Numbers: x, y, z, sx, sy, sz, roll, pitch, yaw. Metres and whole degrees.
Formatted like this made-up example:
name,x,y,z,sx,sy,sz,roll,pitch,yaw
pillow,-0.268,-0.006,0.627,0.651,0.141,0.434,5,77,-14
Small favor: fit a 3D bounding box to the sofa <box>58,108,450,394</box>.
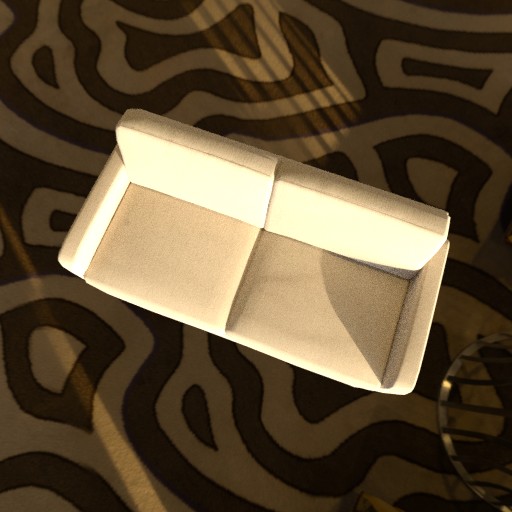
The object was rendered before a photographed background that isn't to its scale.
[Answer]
name,x,y,z,sx,sy,sz,roll,pitch,yaw
sofa,0.000,0.000,2.310,1.808,0.831,0.894,20,76,5
